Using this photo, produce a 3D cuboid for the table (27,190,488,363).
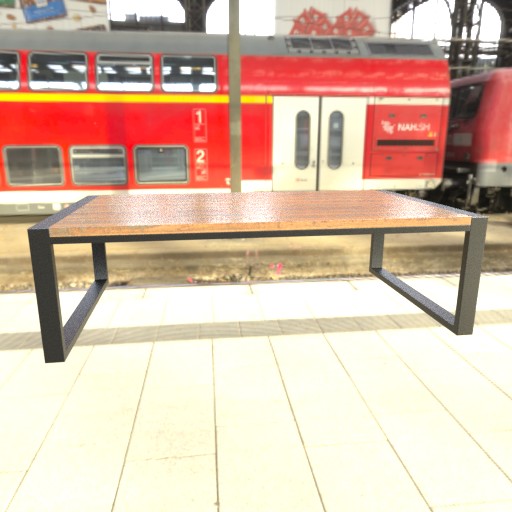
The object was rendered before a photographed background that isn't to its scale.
[{"bbox_3d":[0.000,0.000,1.691,1.350,0.400,0.750,-2,15,-8],"label":"table"}]
